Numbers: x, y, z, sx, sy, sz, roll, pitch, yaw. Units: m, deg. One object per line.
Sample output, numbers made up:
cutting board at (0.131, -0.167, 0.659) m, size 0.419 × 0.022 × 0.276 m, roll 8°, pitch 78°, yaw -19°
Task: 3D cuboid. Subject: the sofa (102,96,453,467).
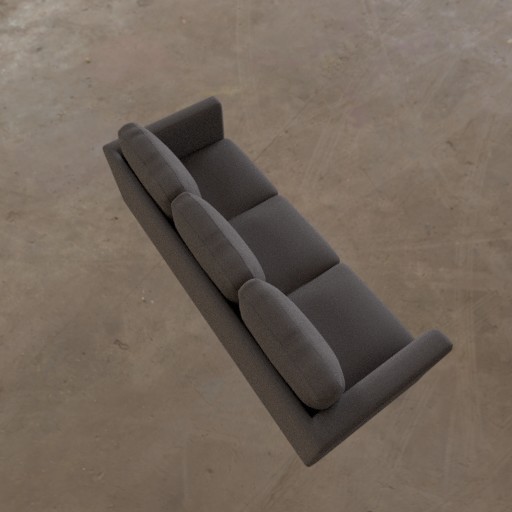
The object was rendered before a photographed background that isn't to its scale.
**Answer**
sofa at (0.000, 0.000, 2.485) m, size 0.802 × 0.912 × 2.029 m, roll -31°, pitch 64°, yaw -17°
